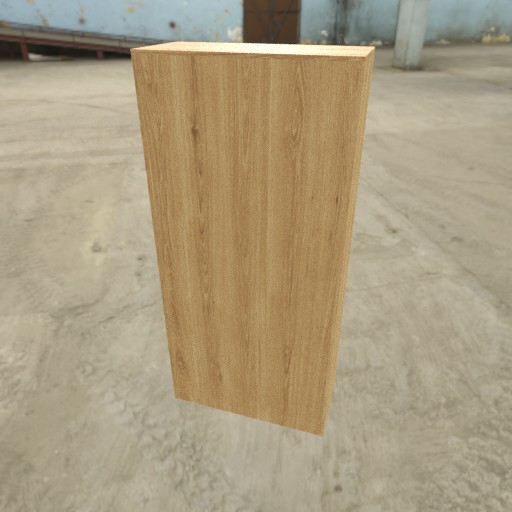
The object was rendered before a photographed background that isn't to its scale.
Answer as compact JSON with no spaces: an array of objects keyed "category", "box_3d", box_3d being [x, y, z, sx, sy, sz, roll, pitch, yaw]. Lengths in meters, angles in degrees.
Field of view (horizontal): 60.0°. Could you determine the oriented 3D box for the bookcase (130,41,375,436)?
[{"category":"bookcase","box_3d":[0.000,0.000,2.368,0.950,2.020,0.420,9,31,15]}]
